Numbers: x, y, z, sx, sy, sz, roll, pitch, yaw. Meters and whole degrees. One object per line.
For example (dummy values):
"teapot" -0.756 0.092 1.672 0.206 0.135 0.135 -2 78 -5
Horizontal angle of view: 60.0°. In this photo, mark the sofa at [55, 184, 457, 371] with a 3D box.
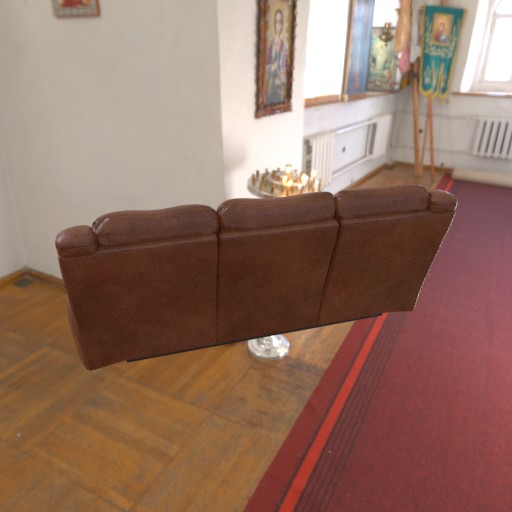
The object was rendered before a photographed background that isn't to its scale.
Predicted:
"sofa" 0.000 0.000 2.902 2.337 1.043 0.991 -8 26 -16
